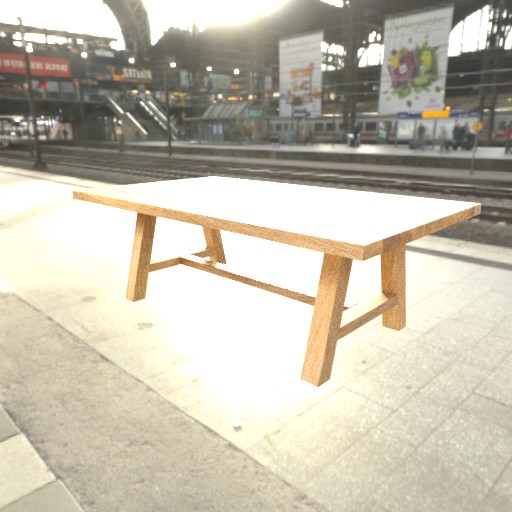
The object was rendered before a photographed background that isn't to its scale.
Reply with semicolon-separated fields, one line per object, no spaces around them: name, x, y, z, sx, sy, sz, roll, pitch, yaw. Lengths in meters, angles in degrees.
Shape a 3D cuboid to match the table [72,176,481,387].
table;0.000;0.000;1.683;1.320;0.455;0.760;14;21;41
